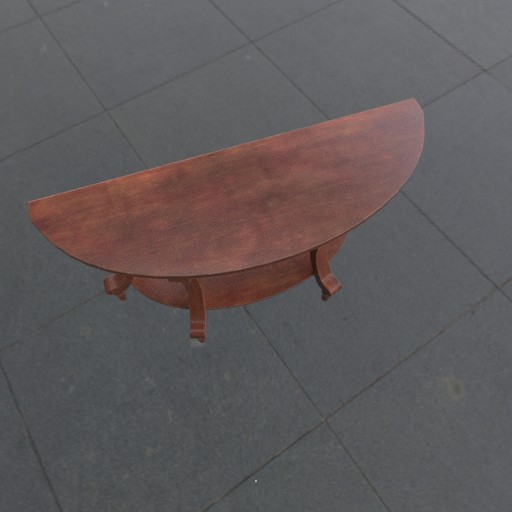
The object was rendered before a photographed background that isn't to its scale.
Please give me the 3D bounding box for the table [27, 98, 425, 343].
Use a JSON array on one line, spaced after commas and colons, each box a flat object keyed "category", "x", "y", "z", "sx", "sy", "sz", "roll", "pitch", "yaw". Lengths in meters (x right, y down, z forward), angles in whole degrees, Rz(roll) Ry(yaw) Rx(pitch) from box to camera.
[{"category": "table", "x": 0.000, "y": 0.000, "z": 1.537, "sx": 1.198, "sy": 0.699, "sz": 0.394, "roll": -17, "pitch": 64, "yaw": -9}]
